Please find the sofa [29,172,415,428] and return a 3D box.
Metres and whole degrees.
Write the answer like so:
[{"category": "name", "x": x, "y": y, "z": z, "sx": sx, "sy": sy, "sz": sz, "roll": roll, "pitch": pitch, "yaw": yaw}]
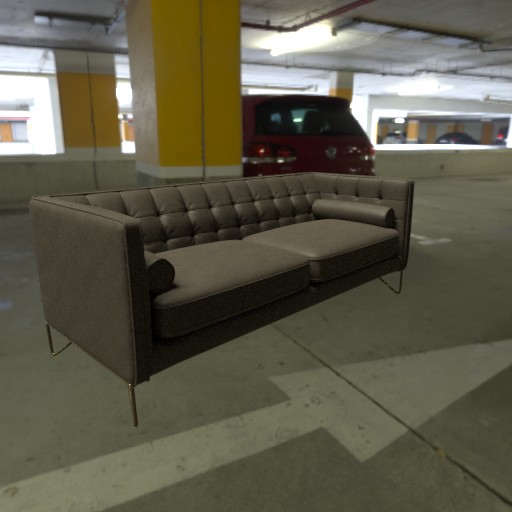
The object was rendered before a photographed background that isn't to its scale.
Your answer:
[{"category": "sofa", "x": 0.000, "y": 0.000, "z": 2.501, "sx": 0.867, "sy": 0.789, "sz": 2.087, "roll": 14, "pitch": 21, "yaw": 43}]
